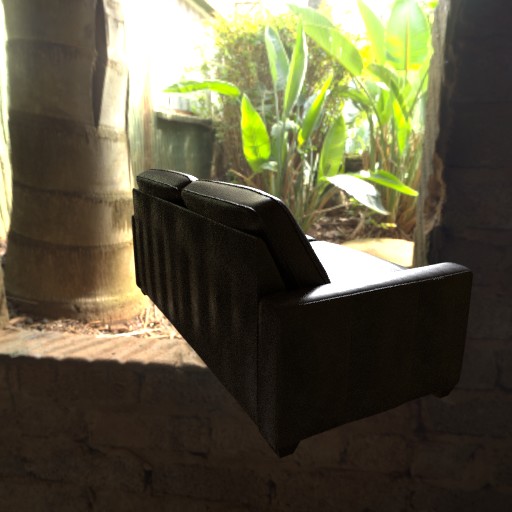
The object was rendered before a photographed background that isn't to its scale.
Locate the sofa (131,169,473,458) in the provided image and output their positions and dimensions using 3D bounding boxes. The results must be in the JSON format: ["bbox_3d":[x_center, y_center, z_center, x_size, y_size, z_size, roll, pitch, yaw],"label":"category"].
[{"bbox_3d":[0.000,0.000,2.493,0.939,0.916,2.081,-8,16,-27],"label":"sofa"}]
